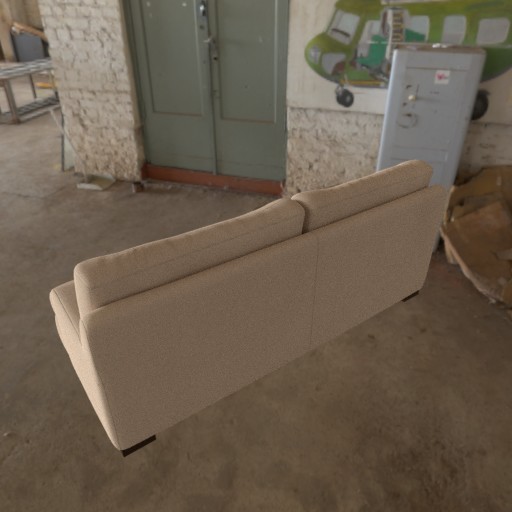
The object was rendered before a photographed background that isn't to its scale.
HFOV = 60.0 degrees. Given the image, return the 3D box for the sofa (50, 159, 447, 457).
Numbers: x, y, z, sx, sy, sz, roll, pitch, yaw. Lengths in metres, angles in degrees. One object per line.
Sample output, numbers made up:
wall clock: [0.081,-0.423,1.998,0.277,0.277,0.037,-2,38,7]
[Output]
sofa: [0.000,0.000,2.540,2.147,0.925,0.929,-21,37,-30]
